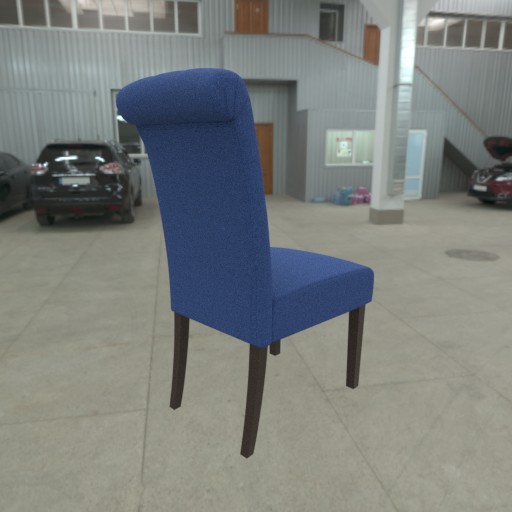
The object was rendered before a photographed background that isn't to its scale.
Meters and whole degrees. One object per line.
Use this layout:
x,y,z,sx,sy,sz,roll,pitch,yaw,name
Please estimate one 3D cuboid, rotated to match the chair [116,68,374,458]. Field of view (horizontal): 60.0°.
0.000,0.000,1.375,0.456,1.006,0.671,13,19,42,chair
